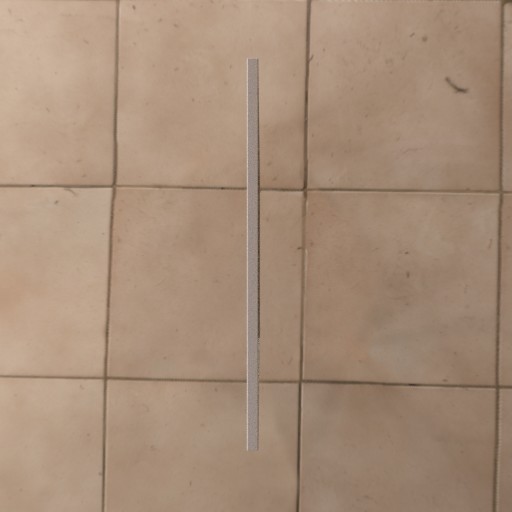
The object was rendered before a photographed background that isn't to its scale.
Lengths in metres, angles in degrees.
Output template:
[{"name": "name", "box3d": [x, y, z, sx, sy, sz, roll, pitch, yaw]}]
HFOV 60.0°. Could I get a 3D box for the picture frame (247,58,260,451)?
[{"name": "picture frame", "box3d": [0.000, 0.000, 0.845, 0.013, 0.657, 0.457, 0, 90, 1]}]
